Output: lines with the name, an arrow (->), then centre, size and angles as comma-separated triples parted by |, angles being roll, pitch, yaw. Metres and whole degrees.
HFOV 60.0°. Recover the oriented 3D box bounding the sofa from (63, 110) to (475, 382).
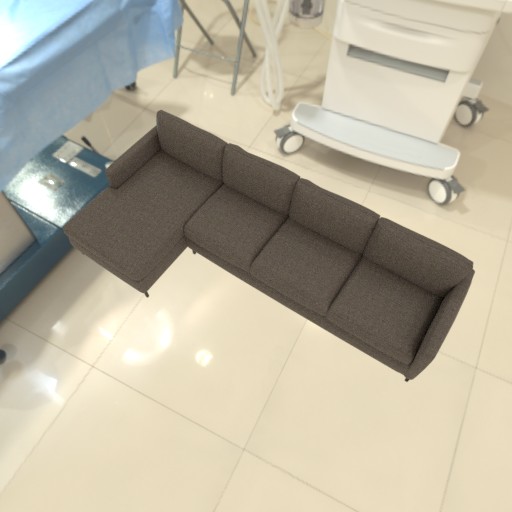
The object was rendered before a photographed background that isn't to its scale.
sofa -> 0.000, 0.000, 3.208 | 2.731, 0.754, 1.258 | 30, 62, 17
